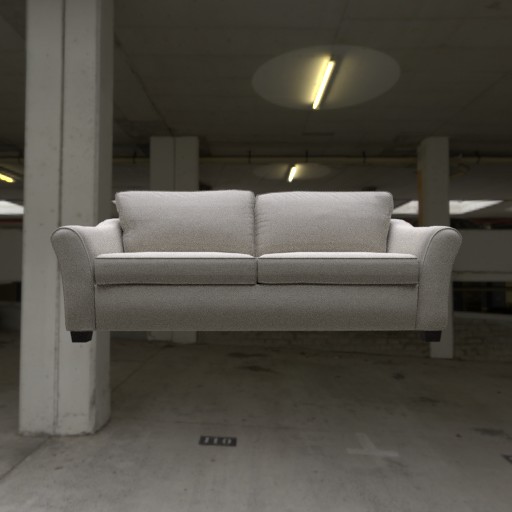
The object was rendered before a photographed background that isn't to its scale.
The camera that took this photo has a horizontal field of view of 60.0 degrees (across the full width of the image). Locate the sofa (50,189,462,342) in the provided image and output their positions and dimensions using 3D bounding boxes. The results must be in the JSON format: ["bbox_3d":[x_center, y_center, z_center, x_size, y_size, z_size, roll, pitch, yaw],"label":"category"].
[{"bbox_3d":[0.000,0.000,2.834,2.270,0.965,0.980,0,-2,-1],"label":"sofa"}]
